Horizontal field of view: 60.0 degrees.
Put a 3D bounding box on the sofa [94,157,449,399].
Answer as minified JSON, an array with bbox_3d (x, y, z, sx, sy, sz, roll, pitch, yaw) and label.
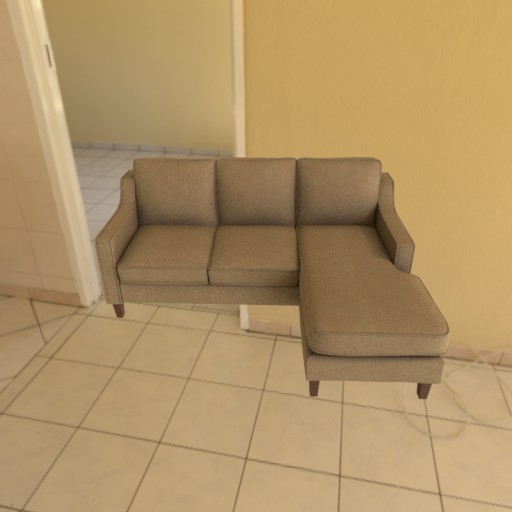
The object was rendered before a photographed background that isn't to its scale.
[{"bbox_3d":[0.000,0.000,3.302,2.317,1.081,1.858,1,29,2],"label":"sofa"}]
